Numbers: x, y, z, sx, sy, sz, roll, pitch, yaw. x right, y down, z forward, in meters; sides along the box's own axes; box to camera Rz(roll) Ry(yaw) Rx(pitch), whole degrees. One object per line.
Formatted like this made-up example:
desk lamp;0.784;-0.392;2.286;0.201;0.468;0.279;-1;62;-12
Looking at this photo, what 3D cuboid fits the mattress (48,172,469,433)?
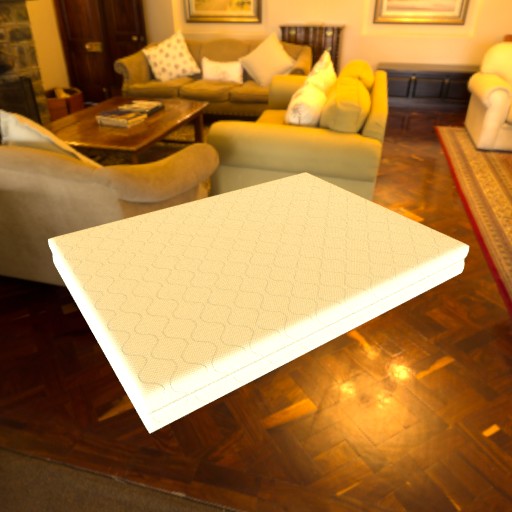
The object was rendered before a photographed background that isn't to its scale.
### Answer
mattress;0.000;0.000;2.512;1.900;0.200;1.400;-19;36;-29
